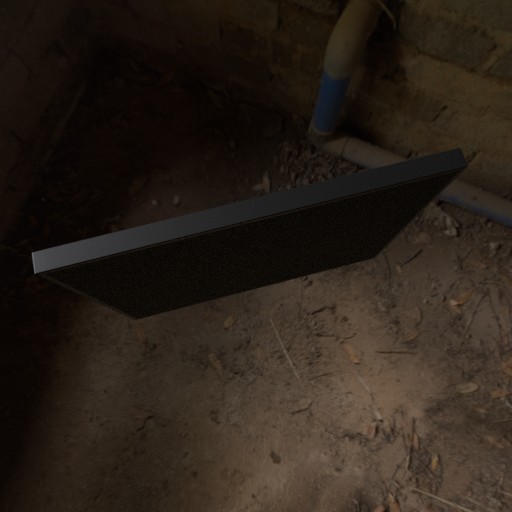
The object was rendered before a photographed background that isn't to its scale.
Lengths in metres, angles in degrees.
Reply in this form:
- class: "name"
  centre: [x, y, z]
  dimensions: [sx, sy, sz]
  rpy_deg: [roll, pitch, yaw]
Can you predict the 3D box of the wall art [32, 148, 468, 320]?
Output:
- class: "wall art"
  centre: [0.000, 0.000, 0.776]
  dimensions: [0.559, 0.458, 0.029]
  rpy_deg: [-14, 75, -4]
